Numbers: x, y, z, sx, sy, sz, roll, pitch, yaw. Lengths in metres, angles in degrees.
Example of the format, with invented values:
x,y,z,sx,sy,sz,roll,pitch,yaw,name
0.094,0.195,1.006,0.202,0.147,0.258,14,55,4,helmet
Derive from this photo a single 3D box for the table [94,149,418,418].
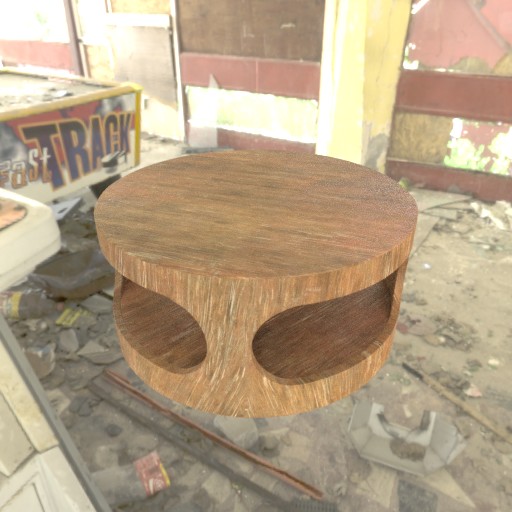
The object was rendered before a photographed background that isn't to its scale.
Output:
x,y,z,sx,sy,sz,roll,pitch,yaw,name
0.000,0.000,1.508,0.974,0.450,0.974,0,30,0,table
